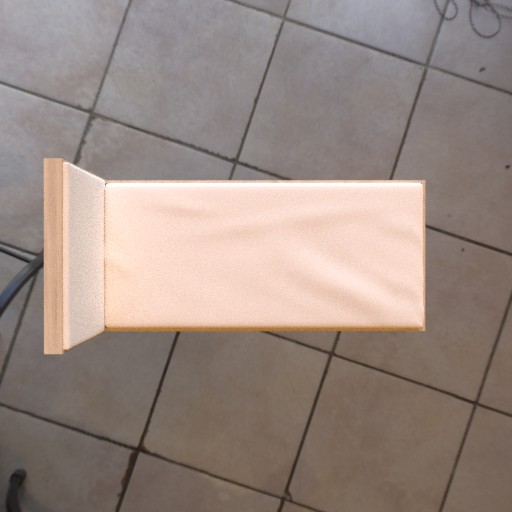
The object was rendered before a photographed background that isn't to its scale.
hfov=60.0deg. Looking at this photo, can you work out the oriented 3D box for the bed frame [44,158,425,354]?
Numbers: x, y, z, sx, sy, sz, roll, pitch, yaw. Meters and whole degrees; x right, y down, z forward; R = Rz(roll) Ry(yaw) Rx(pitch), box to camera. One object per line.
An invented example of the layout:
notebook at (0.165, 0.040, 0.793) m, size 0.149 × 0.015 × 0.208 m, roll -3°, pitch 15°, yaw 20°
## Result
bed frame at (0.000, 0.000, 2.696) m, size 2.140 × 0.920 × 0.990 m, roll 0°, pitch 90°, yaw 0°
